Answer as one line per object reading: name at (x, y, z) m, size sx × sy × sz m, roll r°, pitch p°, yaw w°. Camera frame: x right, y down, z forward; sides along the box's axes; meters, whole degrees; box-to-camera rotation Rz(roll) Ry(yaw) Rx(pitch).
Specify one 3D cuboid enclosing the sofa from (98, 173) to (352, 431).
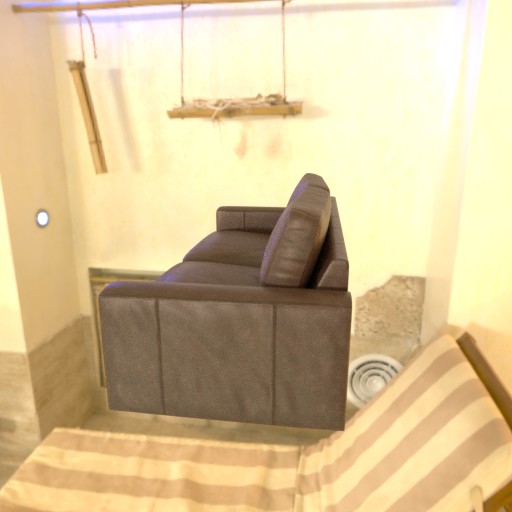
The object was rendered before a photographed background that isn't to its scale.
sofa at (0.000, 0.000, 2.720) m, size 1.016 × 0.873 × 2.179 m, roll 2°, pitch 15°, yaw 8°
